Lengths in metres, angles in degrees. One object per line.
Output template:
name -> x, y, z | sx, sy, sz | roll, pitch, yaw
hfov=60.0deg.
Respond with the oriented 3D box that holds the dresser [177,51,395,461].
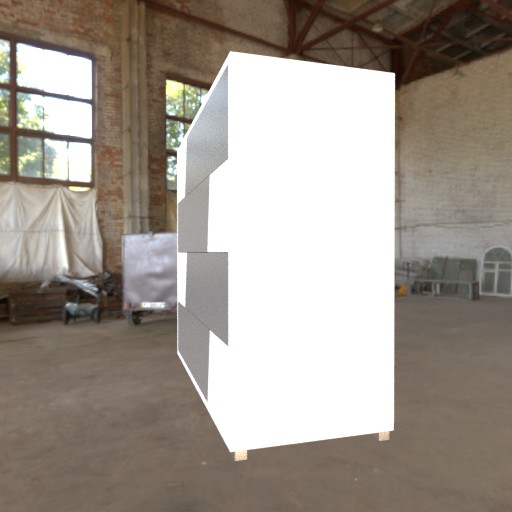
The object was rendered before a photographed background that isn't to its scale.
dresser -> 0.000, 0.000, 1.667 | 0.460, 1.000, 1.100 | 0, 0, -17
